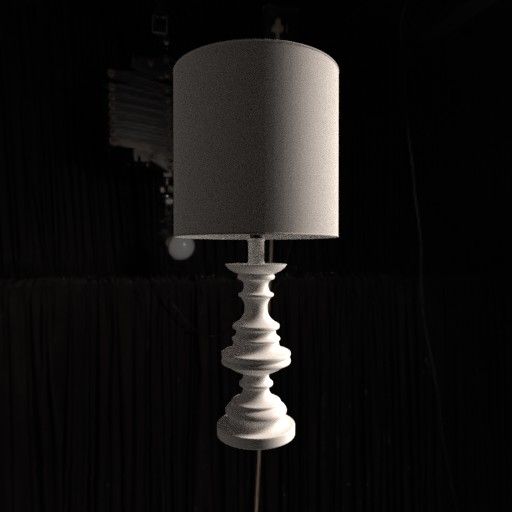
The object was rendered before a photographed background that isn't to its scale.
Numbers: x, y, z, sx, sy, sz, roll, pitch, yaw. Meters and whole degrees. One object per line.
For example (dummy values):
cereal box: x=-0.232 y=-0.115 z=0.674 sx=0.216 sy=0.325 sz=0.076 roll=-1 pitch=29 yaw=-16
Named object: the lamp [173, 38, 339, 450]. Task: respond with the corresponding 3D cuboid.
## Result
lamp: x=0.000 y=0.000 z=0.568 sx=0.208 sy=0.455 sz=0.208 roll=0 pitch=1 yaw=-16
